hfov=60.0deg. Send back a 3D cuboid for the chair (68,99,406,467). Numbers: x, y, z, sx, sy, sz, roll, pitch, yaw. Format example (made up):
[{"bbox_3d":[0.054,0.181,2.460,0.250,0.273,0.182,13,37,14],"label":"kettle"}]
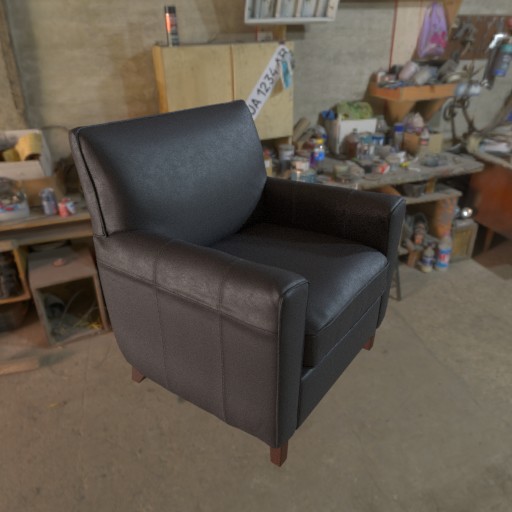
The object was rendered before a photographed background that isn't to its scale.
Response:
[{"bbox_3d":[0.000,0.000,1.594,0.825,0.943,0.870,18,32,31],"label":"chair"}]
